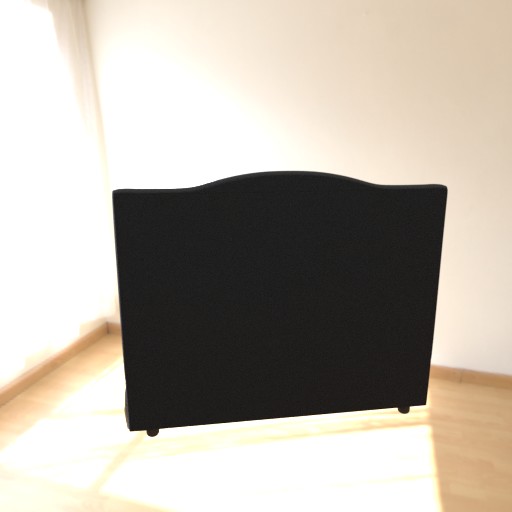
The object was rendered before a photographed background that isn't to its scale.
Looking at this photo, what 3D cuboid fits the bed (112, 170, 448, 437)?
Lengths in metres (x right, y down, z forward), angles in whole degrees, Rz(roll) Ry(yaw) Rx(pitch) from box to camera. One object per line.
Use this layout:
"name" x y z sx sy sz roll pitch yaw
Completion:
"bed" 0.000 0.000 3.425 1.821 1.436 2.282 -2 15 -8
